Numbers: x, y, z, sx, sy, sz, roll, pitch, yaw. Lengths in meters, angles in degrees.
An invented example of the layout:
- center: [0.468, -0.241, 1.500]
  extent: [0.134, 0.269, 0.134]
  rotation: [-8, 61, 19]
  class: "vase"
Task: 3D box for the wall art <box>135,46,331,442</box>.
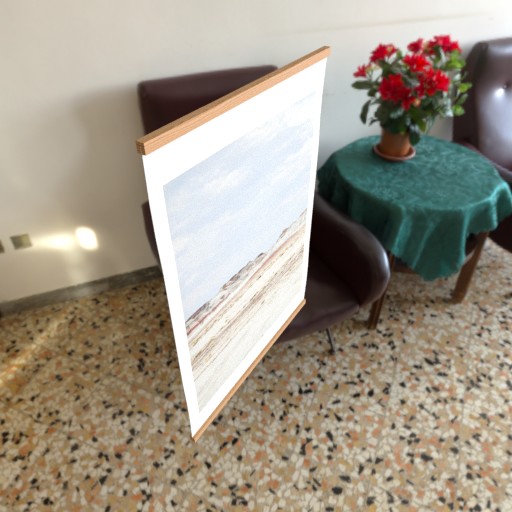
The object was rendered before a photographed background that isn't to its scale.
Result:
- center: [0.000, 0.000, 1.328]
  extent: [0.020, 1.016, 0.739]
  rotation: [22, 44, 25]
  class: "wall art"
